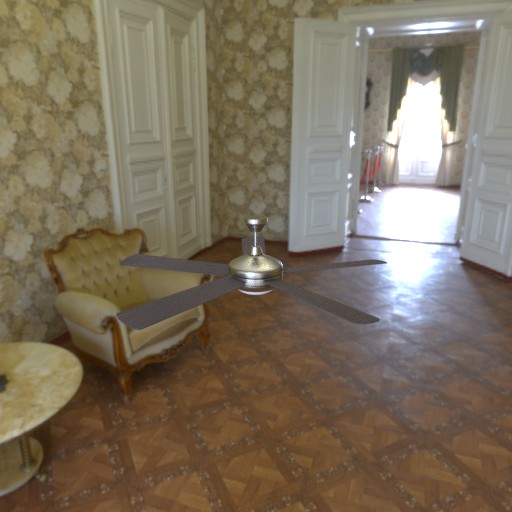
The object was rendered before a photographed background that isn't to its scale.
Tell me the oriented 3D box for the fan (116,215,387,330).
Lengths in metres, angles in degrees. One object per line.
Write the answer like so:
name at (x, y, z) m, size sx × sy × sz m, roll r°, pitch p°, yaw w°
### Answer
fan at (0.000, 0.000, 2.016) m, size 1.321 × 0.356 × 1.321 m, roll -8°, pitch 18°, yaw -25°
